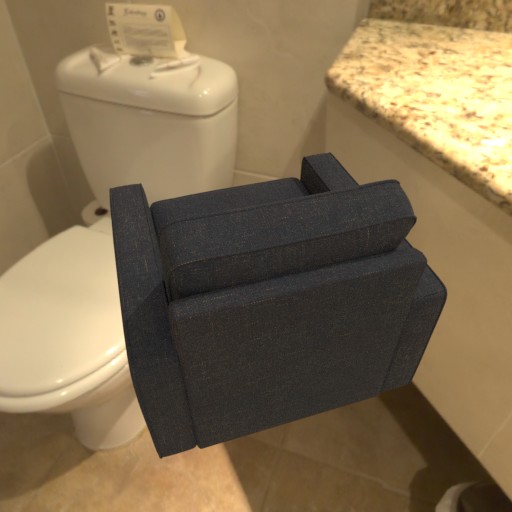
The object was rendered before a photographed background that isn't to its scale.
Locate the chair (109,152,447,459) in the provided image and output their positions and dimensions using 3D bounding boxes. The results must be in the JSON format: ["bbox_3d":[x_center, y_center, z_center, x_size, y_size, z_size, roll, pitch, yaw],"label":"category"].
[{"bbox_3d":[0.000,0.000,1.677,1.017,0.919,0.940,-12,44,-13],"label":"chair"}]
